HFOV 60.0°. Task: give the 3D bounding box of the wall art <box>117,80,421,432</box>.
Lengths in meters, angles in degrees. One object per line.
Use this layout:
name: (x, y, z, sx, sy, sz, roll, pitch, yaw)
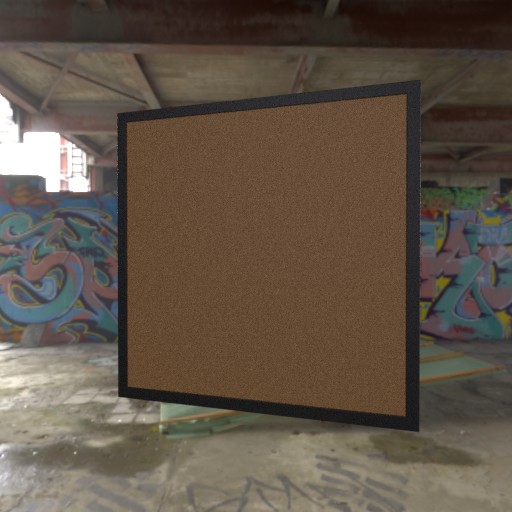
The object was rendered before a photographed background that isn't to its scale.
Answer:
wall art: (0.000, 0.000, 0.731, 0.506, 0.506, 0.037, 0, 1, 18)
